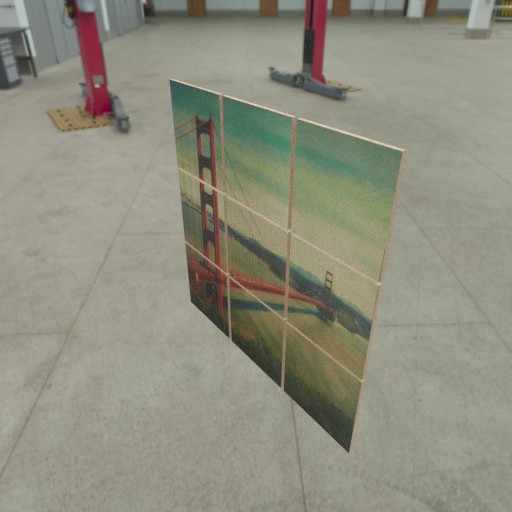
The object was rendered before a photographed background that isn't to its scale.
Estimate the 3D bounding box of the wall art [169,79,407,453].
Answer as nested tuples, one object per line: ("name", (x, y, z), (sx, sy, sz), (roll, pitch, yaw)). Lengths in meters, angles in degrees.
("wall art", (0.000, 0.000, 1.377), (0.012, 0.910, 0.917), (-22, 38, -31))
